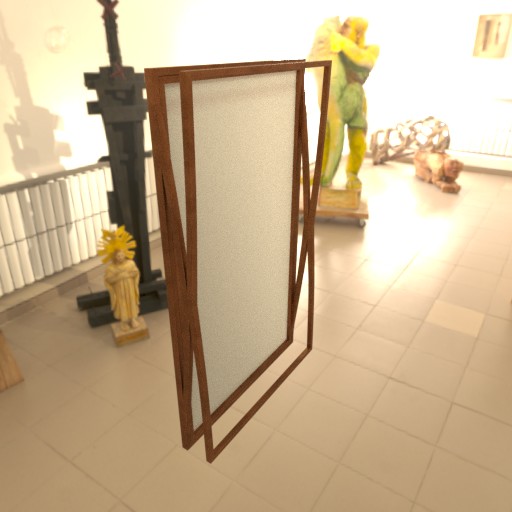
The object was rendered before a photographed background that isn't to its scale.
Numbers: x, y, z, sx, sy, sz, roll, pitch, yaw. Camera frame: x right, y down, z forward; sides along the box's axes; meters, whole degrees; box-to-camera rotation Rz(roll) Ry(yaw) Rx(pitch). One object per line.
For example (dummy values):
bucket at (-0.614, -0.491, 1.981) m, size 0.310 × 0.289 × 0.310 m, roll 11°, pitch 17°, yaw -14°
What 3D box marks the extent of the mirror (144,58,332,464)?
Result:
mirror at (0.000, 0.000, 0.961) m, size 0.082 × 0.768 × 0.468 m, roll 16°, pitch 30°, yaw 30°
